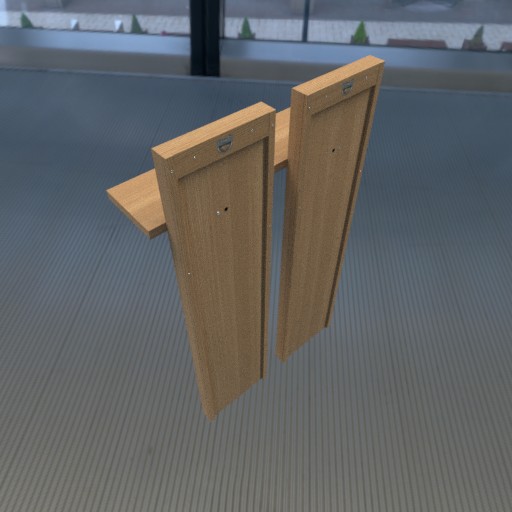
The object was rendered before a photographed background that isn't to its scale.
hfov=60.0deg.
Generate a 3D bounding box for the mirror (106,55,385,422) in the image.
[{"bbox_3d":[0.000,0.000,1.562,0.800,1.250,0.260,-32,54,-27],"label":"mirror"}]
